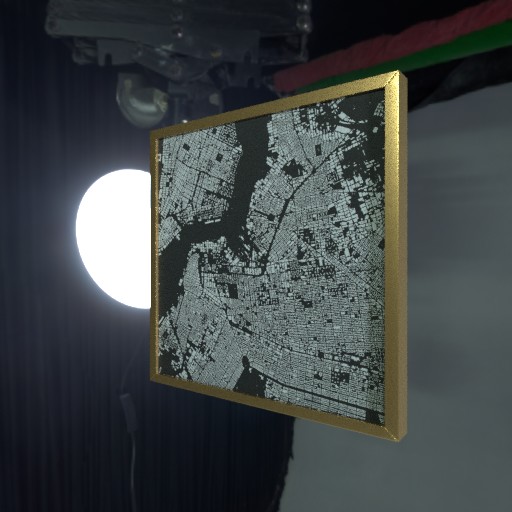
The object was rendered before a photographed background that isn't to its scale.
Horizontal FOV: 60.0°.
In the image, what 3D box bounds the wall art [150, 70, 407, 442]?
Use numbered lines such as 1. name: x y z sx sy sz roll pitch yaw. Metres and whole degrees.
1. wall art: 0.000 0.000 0.462 0.305 0.305 0.023 0 0 36
